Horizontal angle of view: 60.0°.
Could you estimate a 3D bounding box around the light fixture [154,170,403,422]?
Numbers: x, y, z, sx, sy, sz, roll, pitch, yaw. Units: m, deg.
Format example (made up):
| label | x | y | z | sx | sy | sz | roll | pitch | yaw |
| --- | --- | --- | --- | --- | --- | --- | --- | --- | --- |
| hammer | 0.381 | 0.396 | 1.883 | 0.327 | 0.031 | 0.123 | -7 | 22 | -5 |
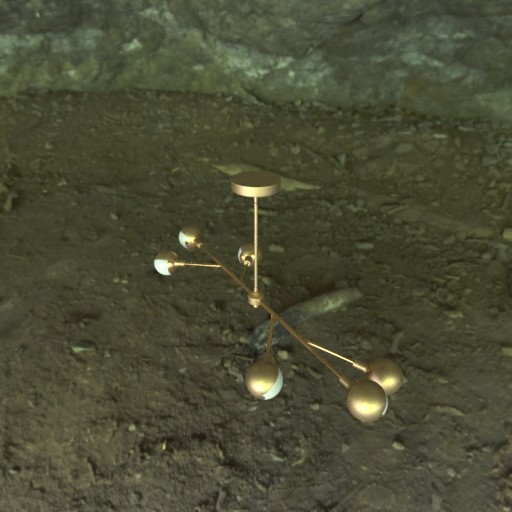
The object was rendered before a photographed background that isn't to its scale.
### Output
| label | x | y | z | sx | sy | sz | roll | pitch | yaw |
| --- | --- | --- | --- | --- | --- | --- | --- | --- | --- |
| light fixture | 0.000 | 0.000 | 0.990 | 0.434 | 0.362 | 0.778 | -8 | 30 | -14 |
